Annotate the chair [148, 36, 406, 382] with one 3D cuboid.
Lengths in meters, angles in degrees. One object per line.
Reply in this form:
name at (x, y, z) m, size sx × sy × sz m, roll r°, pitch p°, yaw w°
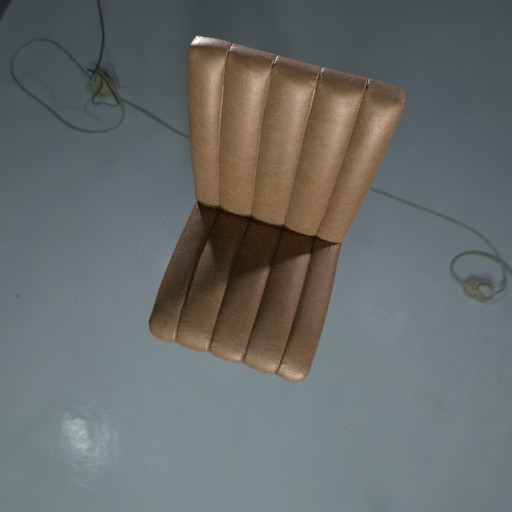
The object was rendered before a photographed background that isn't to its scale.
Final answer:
chair at (0.000, 0.000, 1.350) m, size 0.511 × 1.016 × 0.647 m, roll 17°, pitch 76°, yaw 4°
